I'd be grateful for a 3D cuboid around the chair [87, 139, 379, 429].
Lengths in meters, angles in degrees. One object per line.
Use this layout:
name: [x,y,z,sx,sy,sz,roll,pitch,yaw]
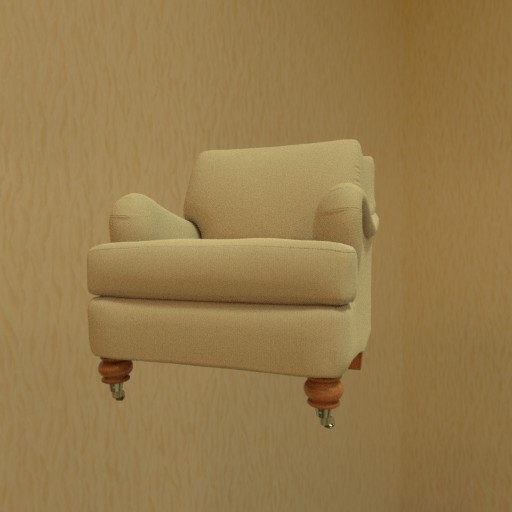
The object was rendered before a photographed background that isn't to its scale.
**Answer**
chair: [0.000,0.000,1.850,0.955,1.038,1.070,0,1,19]
